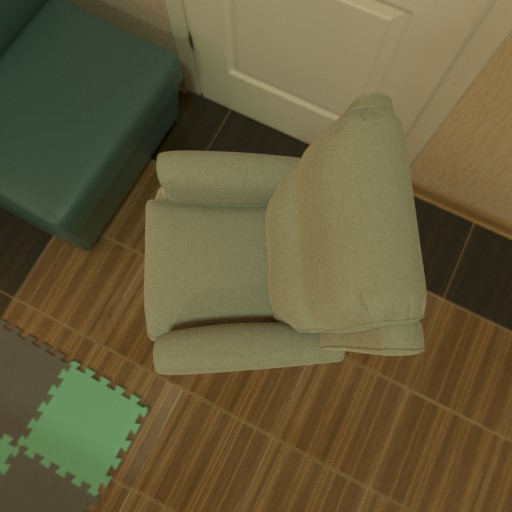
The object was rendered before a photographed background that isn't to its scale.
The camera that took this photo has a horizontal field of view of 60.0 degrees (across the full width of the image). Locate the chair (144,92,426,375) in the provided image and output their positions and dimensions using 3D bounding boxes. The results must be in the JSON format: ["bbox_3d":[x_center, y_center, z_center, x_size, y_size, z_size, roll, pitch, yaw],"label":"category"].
[{"bbox_3d":[0.000,0.000,1.704,0.919,1.046,0.859,-2,76,-1],"label":"chair"}]
